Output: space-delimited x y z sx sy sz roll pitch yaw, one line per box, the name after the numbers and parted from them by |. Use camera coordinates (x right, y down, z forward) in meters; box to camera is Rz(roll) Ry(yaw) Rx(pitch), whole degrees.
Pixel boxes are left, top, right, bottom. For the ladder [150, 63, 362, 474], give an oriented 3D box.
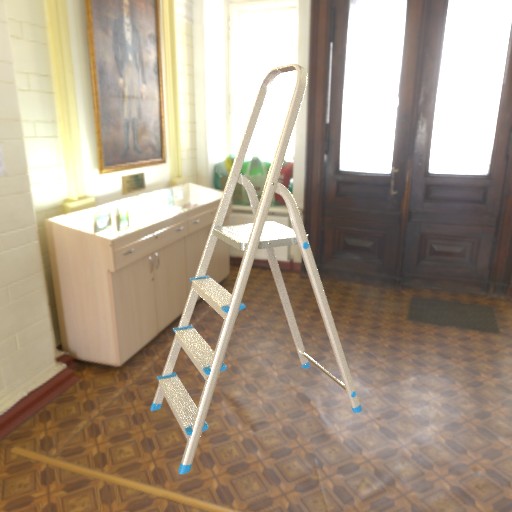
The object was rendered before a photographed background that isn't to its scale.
0.000 0.000 1.782 0.842 1.434 0.445 -8 18 -26 | ladder
